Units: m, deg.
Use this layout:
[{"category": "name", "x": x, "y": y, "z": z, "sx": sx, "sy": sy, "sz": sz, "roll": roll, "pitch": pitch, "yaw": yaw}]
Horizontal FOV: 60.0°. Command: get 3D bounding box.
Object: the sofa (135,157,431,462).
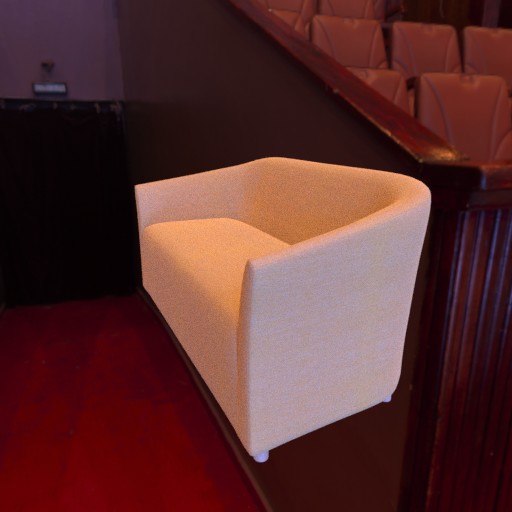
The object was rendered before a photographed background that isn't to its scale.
[{"category": "sofa", "x": 0.000, "y": 0.000, "z": 1.812, "sx": 0.705, "sy": 0.721, "sz": 1.452, "roll": -7, "pitch": 18, "yaw": -24}]
